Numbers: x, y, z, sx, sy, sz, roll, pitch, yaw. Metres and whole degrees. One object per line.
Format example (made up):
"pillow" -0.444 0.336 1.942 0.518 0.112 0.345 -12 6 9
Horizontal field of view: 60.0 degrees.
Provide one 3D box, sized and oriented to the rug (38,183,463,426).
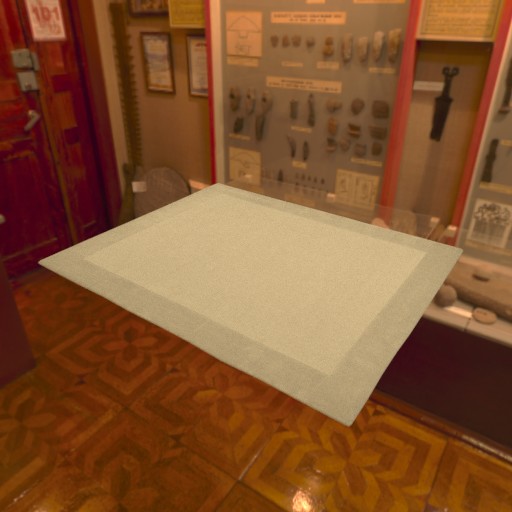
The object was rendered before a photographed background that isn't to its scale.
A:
"rug" 0.000 0.000 3.981 2.976 0.018 2.430 20 35 31
